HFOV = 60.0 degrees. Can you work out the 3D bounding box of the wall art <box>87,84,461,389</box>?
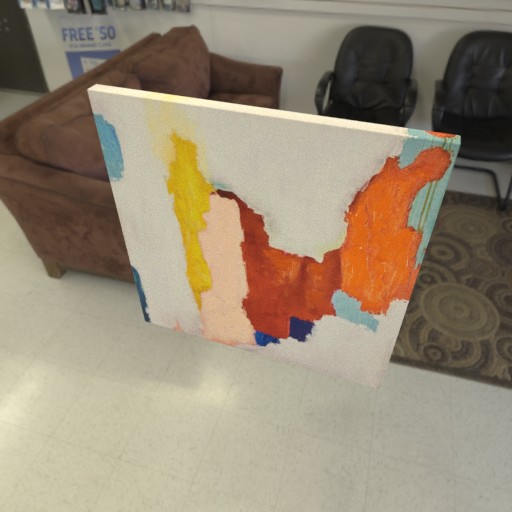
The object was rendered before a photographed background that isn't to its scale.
[{"bbox_3d":[0.000,0.000,1.199,0.814,0.814,0.037,13,43,15],"label":"wall art"}]
